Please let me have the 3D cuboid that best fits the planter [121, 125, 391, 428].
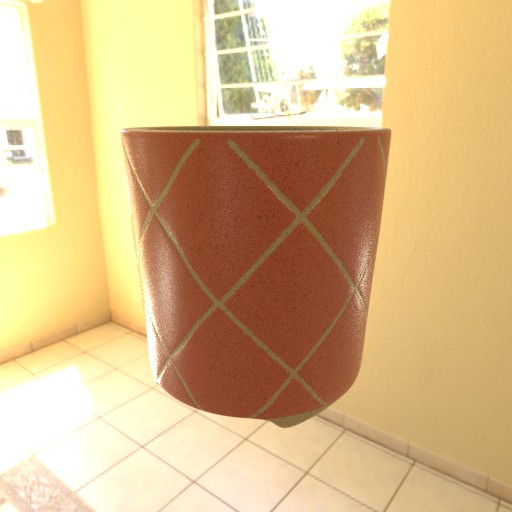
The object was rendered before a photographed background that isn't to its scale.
[{"bbox_3d":[0.000,0.000,0.421,0.227,0.235,0.227,0,17,0],"label":"planter"}]
